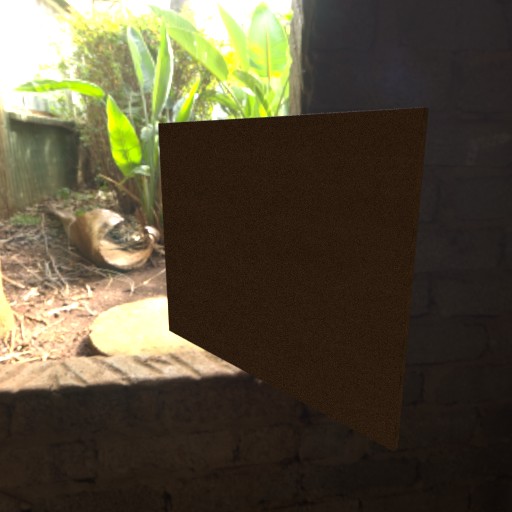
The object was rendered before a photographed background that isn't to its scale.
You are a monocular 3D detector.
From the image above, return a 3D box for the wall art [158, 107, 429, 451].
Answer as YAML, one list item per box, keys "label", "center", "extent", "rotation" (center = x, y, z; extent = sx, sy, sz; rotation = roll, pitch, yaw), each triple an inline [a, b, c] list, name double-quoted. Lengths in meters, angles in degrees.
- label: "wall art"
  center: [0.000, 0.000, 0.684]
  extent: [0.010, 0.408, 0.508]
  rotation: [-13, 19, -42]
